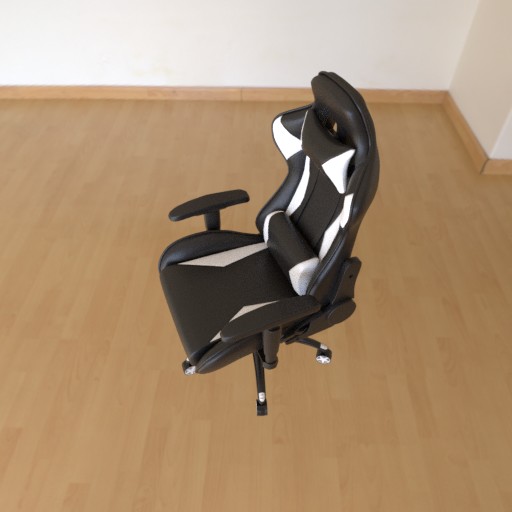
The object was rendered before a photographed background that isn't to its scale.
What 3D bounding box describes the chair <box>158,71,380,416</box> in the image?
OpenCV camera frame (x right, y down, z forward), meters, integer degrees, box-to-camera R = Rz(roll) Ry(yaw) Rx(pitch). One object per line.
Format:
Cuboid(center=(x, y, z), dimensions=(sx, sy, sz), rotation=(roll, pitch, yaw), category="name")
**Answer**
Cuboid(center=(0.000, 0.000, 1.693), dimensions=(0.695, 1.285, 0.730), rotation=(-17, 49, -16), category="chair")
